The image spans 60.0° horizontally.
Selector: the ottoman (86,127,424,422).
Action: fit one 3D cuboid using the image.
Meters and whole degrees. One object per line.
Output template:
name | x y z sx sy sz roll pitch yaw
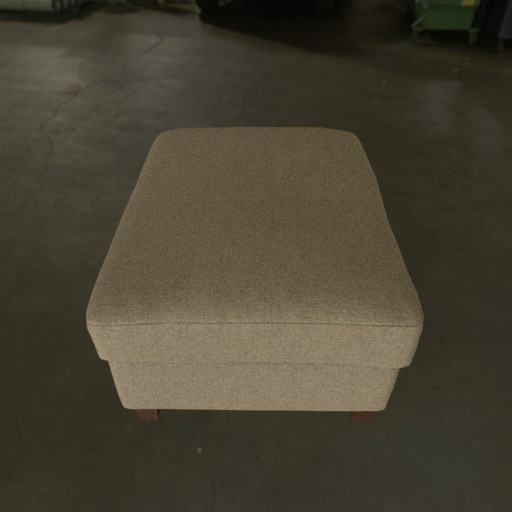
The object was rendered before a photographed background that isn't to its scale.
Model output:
ottoman | 0.000 0.000 1.318 0.692 0.511 0.889 0 40 0
